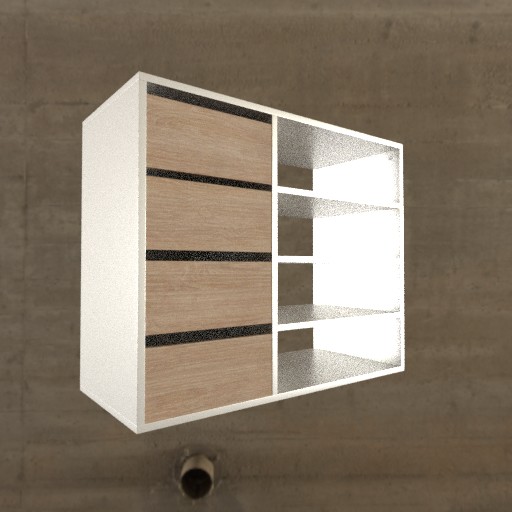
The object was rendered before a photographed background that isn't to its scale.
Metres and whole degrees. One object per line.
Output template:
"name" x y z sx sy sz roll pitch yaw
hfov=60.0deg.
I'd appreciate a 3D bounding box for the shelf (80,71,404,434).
"shelf" 0.000 0.000 1.320 0.895 0.732 0.396 1 -2 -37
